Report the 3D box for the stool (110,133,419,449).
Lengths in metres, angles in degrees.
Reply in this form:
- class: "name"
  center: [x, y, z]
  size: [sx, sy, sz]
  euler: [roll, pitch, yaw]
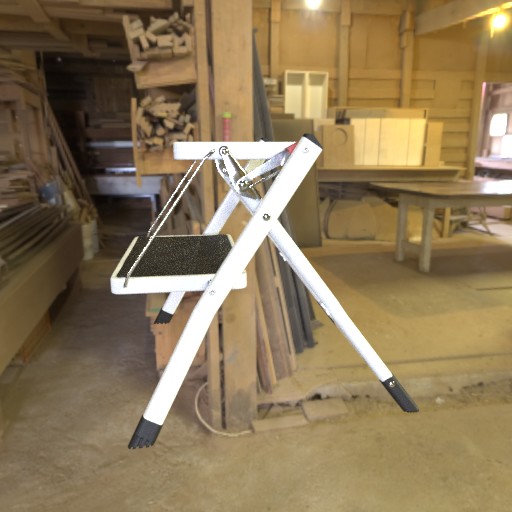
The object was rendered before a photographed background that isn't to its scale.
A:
- class: "stool"
  center: [0.000, 0.000, 0.851]
  size: [0.490, 0.445, 0.485]
  euler: [-2, 14, -8]
